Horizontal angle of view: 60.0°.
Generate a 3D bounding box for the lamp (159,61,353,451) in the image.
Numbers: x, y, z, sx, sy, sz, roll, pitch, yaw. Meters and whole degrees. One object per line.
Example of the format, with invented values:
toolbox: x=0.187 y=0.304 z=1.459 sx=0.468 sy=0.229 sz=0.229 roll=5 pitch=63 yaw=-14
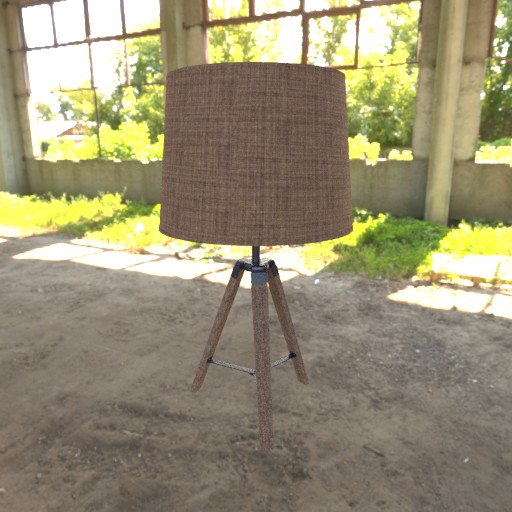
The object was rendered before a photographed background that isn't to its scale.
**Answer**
lamp: x=0.000 y=0.000 z=0.684 sx=0.290 sy=0.514 sz=0.290 roll=0 pitch=14 yaw=0
